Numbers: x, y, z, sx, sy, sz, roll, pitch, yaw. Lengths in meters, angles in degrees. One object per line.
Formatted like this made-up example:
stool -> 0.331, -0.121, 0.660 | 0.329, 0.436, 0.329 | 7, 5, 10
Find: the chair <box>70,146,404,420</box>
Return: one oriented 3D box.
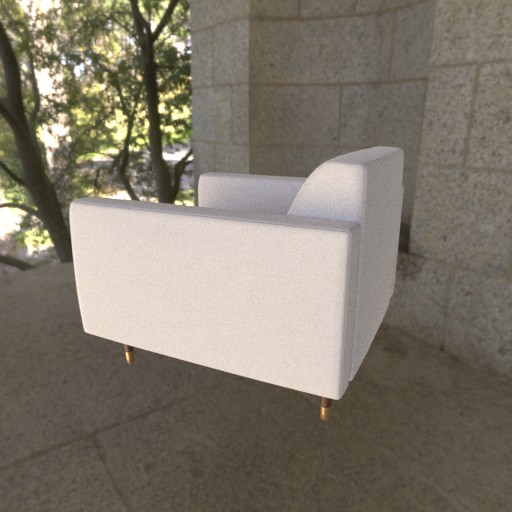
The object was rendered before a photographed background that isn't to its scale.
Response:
chair -> 0.000, 0.000, 1.730 | 0.998, 0.819, 0.953 | 8, 19, 24
